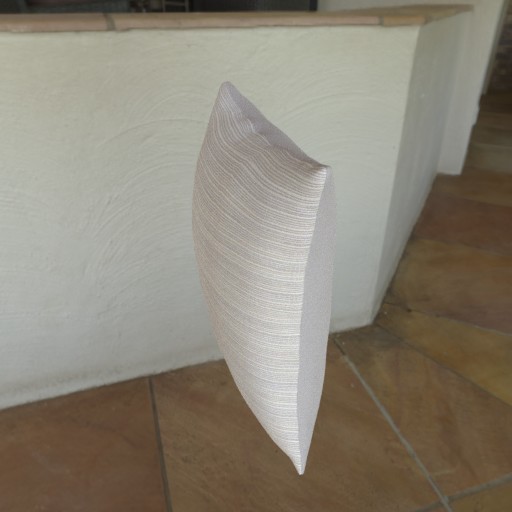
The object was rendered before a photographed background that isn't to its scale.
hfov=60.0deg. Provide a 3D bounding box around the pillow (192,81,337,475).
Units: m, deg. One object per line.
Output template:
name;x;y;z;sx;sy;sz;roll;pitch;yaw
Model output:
pillow;0.000;0.000;0.770;0.204;0.497;0.512;-7;31;-13
